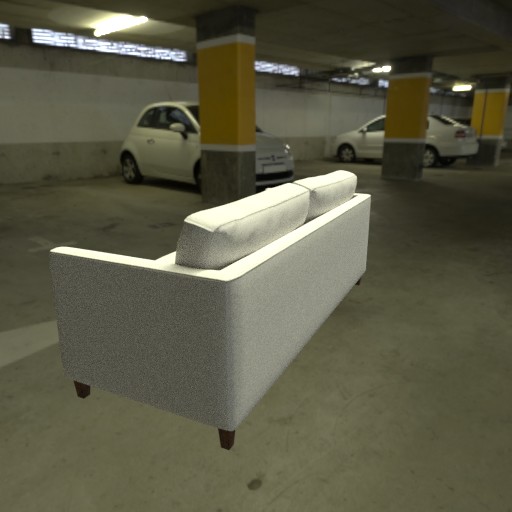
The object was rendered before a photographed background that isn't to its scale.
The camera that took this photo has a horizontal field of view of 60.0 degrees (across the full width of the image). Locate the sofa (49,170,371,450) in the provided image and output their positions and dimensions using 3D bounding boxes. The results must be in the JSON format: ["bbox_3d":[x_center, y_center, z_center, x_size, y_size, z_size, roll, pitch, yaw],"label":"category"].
[{"bbox_3d":[0.000,0.000,2.831,0.951,0.962,2.361,8,18,25],"label":"sofa"}]
